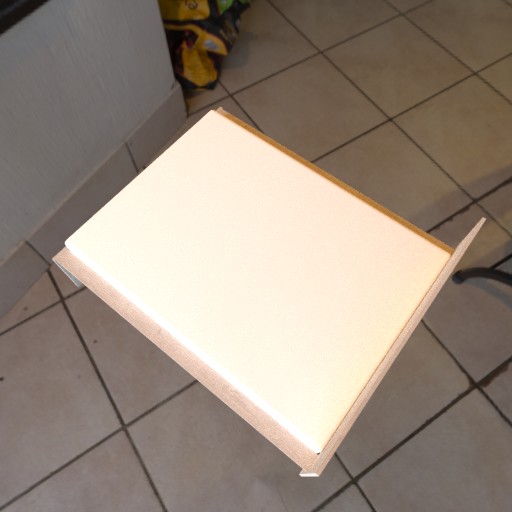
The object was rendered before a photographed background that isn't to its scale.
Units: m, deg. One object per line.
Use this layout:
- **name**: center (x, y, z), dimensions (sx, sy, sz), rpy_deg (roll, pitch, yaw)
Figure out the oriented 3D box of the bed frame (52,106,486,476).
- **bed frame**: center (0.000, 0.000, 2.792), dimensions (1.960, 0.800, 1.622), rpy_deg (35, 69, 16)
